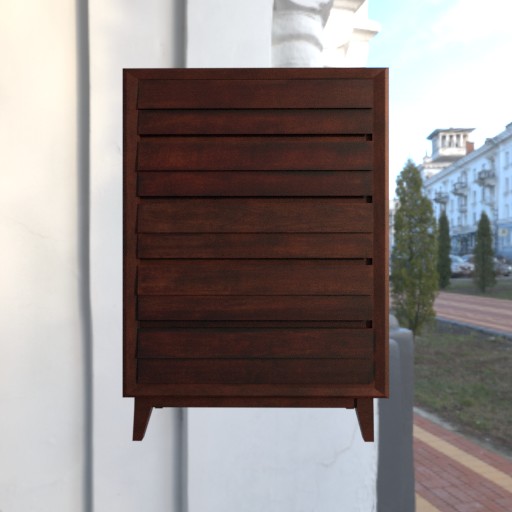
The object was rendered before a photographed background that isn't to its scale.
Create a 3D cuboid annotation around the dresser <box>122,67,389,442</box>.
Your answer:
[{"bbox_3d":[0.000,0.000,2.018,1.072,1.514,0.506,0,0,1],"label":"dresser"}]
